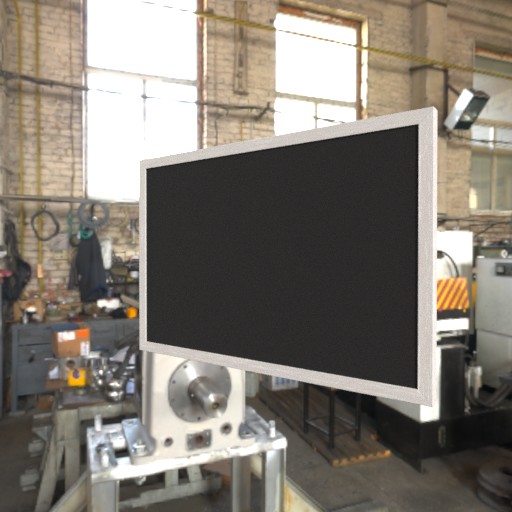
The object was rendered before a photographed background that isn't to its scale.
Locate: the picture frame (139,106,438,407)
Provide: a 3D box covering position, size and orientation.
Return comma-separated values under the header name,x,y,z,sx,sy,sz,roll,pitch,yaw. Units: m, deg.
name,x,y,z,sx,sy,sz,roll,pitch,yaw
picture frame,0.000,0.000,1.232,0.950,0.640,0.029,0,1,36
